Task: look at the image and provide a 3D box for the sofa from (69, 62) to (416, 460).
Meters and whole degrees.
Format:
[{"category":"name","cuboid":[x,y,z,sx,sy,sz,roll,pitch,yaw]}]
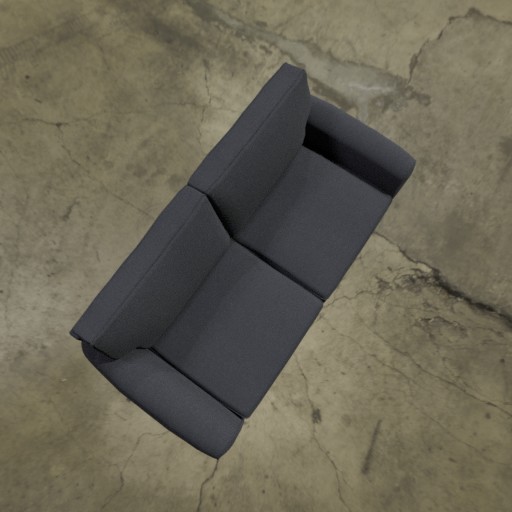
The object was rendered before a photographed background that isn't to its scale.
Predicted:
[{"category":"sofa","cuboid":[0.000,0.000,2.526,0.951,1.031,2.009,34,78,8]}]
